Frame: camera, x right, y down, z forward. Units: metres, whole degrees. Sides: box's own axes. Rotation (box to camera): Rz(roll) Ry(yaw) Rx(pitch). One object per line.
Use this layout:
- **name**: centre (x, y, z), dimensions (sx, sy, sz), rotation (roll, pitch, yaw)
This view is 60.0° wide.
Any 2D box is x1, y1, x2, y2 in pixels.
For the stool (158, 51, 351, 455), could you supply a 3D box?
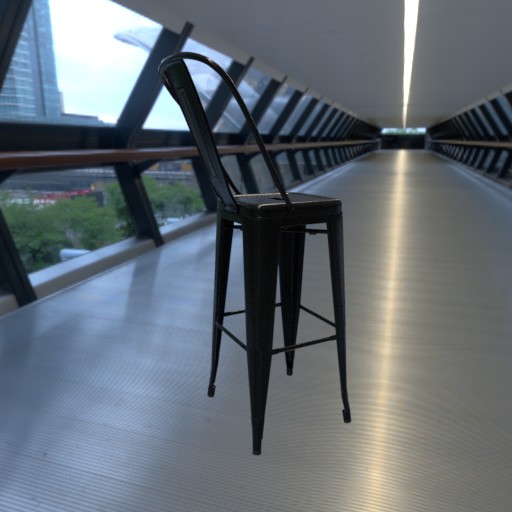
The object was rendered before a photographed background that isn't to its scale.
- **stool**: centre (0.000, 0.000, 1.362), dimensions (0.513, 1.096, 0.399), rotation (-7, 15, -27)
